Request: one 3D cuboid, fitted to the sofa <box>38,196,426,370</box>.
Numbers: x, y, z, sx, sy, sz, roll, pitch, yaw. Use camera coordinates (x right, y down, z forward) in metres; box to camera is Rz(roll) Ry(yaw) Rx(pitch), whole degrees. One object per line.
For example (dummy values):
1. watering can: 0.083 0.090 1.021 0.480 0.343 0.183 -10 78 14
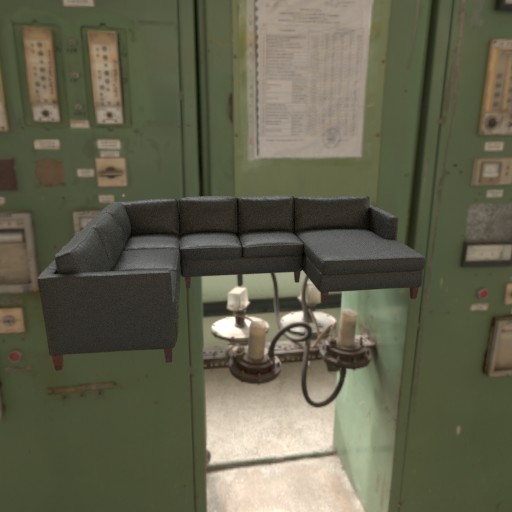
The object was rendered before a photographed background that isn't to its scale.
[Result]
1. sofa: 0.000 0.000 4.568 3.460 0.923 2.593 -2 17 -8
